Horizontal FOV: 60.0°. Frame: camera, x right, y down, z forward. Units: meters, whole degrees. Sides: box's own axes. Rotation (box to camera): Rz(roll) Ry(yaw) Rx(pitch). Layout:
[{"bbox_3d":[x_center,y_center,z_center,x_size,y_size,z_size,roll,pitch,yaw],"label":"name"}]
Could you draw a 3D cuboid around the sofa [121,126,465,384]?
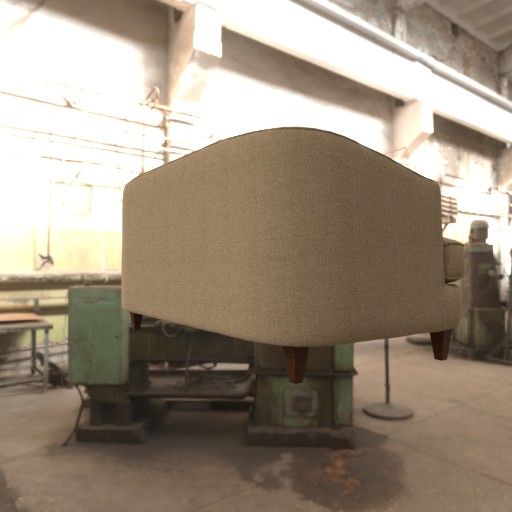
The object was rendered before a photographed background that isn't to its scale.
[{"bbox_3d":[0.000,0.000,2.238,0.941,0.855,1.733,1,-1,-36],"label":"sofa"}]
